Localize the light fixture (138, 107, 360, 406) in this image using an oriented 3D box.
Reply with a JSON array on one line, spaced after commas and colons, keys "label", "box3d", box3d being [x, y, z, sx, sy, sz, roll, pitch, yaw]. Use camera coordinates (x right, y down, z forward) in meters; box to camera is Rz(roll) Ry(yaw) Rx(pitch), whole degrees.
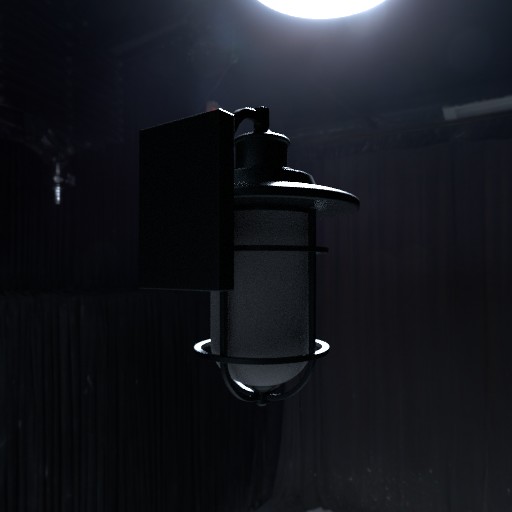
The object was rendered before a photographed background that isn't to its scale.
[{"label": "light fixture", "box3d": [0.000, 0.000, 0.507, 0.222, 0.345, 0.252, -1, -2, 36]}]
